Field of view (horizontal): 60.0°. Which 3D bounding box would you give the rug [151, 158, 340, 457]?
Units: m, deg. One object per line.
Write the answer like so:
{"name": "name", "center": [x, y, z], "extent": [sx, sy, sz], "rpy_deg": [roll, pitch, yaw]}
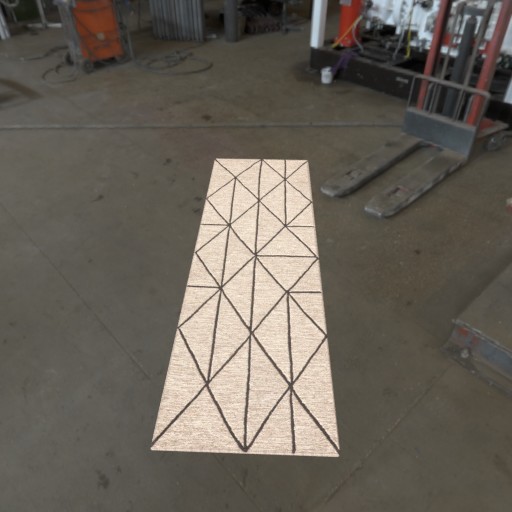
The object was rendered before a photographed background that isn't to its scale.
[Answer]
{"name": "rug", "center": [0.000, 0.000, 2.703], "extent": [0.762, 0.012, 2.438], "rpy_deg": [1, 40, 2]}
